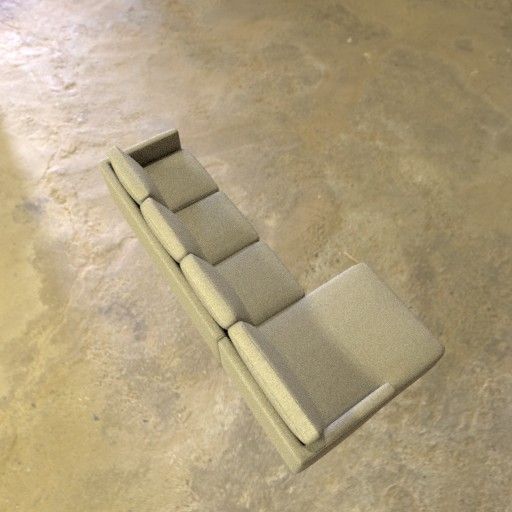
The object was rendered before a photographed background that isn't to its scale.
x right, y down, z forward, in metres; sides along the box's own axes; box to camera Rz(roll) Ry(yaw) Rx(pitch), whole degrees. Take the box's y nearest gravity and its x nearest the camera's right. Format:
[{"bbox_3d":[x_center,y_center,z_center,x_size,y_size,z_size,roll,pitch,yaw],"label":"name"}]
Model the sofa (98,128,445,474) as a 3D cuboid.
[{"bbox_3d":[0.000,0.000,3.915,1.502,0.876,3.201,-30,63,-17],"label":"sofa"}]
